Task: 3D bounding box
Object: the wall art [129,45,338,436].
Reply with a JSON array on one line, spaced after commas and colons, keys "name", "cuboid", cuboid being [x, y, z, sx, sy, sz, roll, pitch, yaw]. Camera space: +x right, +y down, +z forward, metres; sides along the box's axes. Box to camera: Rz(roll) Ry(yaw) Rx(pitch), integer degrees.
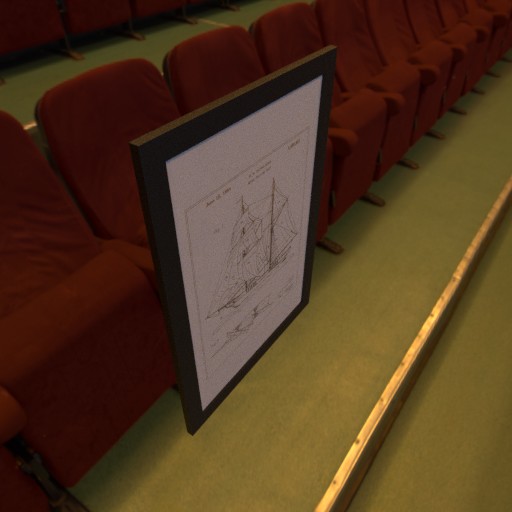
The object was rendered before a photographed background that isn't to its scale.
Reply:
[{"name": "wall art", "cuboid": [0.000, 0.000, 0.695, 0.013, 0.534, 0.381, 25, 47, 27]}]
